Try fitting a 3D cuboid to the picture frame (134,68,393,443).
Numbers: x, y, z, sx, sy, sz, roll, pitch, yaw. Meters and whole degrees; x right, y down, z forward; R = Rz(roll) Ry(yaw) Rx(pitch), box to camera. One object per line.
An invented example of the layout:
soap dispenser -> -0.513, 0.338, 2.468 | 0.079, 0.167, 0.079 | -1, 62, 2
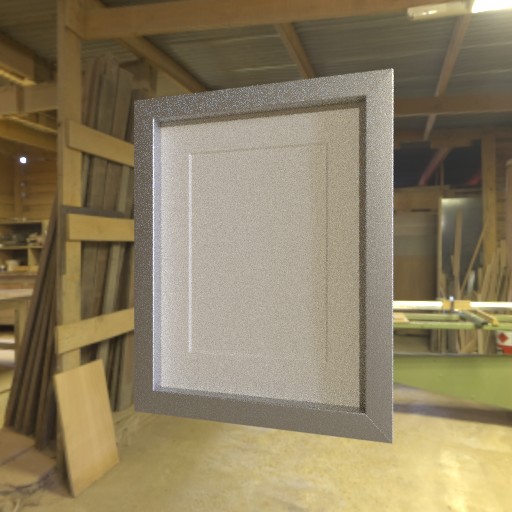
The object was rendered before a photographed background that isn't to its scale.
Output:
picture frame -> 0.000, 0.000, 0.520 | 0.307, 0.386, 0.036 | 0, 0, 18
